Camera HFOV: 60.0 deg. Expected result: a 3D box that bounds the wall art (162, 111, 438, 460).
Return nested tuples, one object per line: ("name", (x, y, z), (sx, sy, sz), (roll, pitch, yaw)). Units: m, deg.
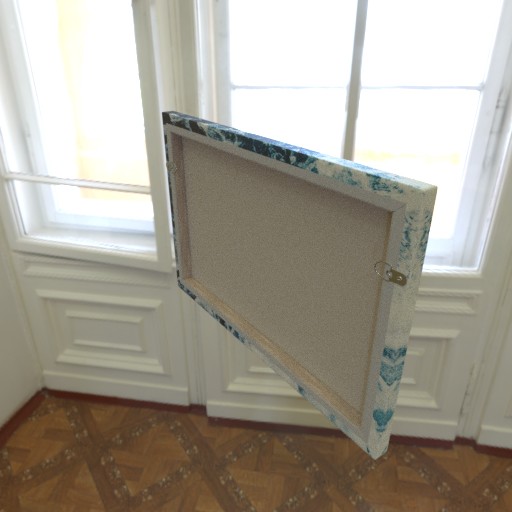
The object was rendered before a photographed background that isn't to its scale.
("wall art", (0.000, 0.000, 1.154), (0.042, 0.610, 0.915), (-19, 32, -32))
